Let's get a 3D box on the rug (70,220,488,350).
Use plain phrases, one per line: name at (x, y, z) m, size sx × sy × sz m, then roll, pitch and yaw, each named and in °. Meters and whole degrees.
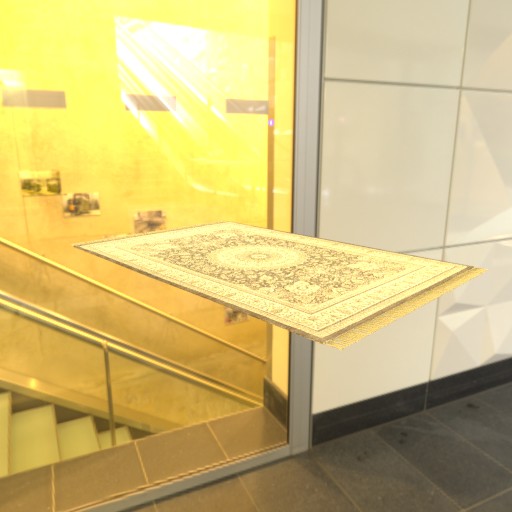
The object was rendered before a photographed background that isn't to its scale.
rug at (0.000, 0.000, 4.183) m, size 2.143 × 0.015 × 3.422 m, roll -14°, pitch 20°, yaw -43°
